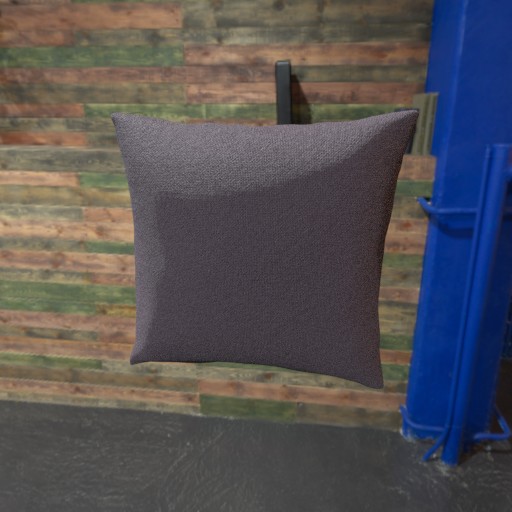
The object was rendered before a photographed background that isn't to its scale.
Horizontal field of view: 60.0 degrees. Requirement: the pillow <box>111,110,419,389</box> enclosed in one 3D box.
[{"bbox_3d":[0.000,0.000,0.704,0.452,0.439,0.204,3,17,8],"label":"pillow"}]
